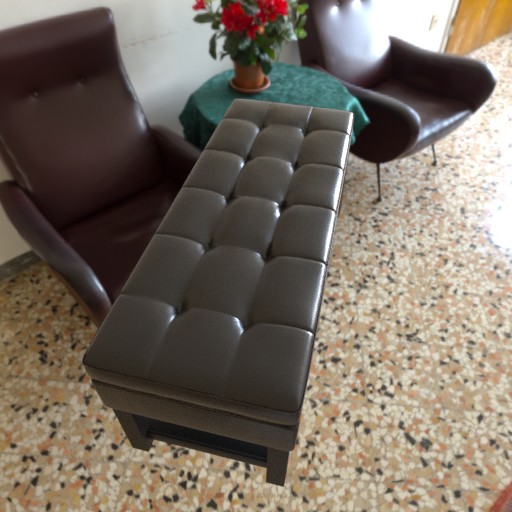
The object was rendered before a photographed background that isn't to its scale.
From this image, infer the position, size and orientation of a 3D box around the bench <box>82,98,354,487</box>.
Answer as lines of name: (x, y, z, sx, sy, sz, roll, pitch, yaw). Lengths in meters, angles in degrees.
bench: (0.000, 0.000, 1.321, 0.432, 0.460, 1.105, 10, 47, 9)
